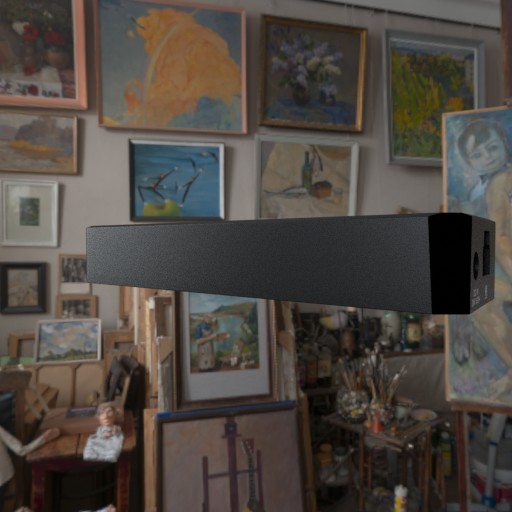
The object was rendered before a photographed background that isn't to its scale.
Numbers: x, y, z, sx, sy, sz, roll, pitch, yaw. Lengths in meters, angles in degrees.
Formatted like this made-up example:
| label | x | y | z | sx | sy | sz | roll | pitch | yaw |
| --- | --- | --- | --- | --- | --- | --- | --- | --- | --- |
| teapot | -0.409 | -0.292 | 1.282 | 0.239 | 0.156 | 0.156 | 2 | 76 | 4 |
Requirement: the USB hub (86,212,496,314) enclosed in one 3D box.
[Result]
| label | x | y | z | sx | sy | sz | roll | pitch | yaw |
| --- | --- | --- | --- | --- | --- | --- | --- | --- | --- |
| USB hub | 0.000 | 0.000 | 0.156 | 0.145 | 0.023 | 0.044 | 1 | 2 | 36 |
